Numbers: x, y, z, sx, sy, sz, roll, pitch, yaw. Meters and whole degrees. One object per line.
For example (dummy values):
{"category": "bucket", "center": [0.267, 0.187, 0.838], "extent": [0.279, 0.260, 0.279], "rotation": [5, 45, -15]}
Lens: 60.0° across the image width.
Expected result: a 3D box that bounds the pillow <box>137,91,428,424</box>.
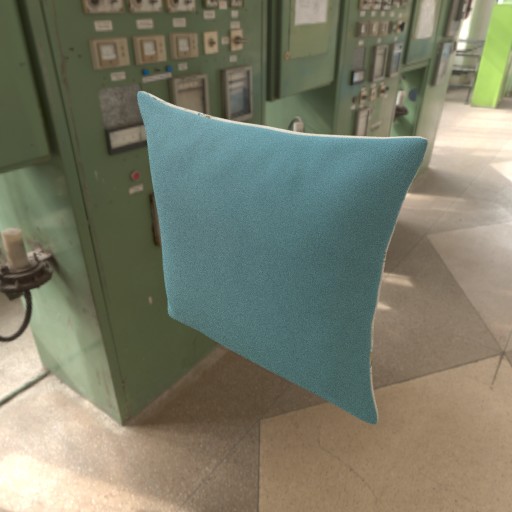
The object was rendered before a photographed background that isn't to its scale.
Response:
{"category": "pillow", "center": [0.000, 0.000, 0.788], "extent": [0.526, 0.507, 0.166], "rotation": [21, 36, 32]}
